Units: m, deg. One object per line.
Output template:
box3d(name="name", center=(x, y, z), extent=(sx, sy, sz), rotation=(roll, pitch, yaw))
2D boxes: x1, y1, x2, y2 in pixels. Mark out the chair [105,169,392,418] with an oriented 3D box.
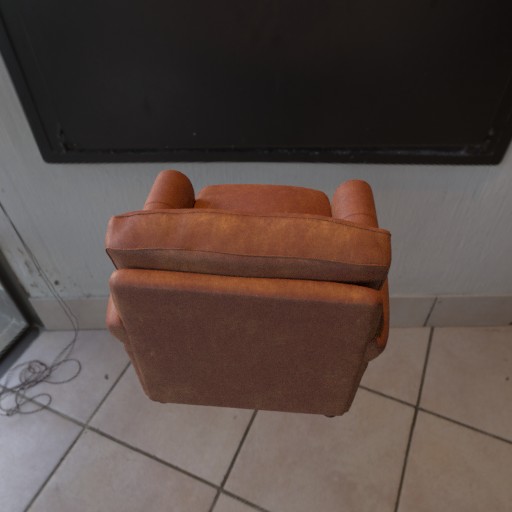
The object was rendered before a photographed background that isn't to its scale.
box3d(name="chair", center=(0.000, 0.000, 1.809), extent=(0.983, 0.962, 0.986), rotation=(4, 46, 3))
